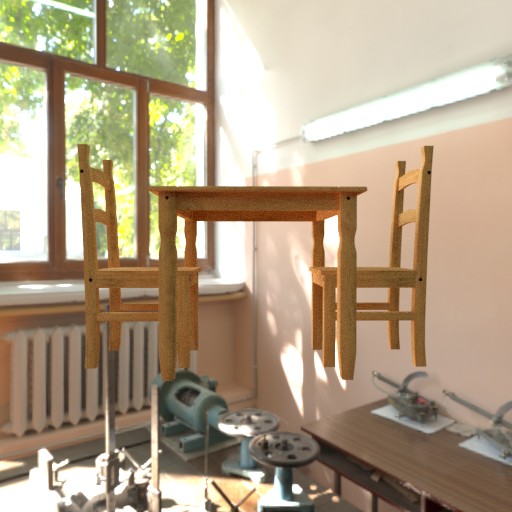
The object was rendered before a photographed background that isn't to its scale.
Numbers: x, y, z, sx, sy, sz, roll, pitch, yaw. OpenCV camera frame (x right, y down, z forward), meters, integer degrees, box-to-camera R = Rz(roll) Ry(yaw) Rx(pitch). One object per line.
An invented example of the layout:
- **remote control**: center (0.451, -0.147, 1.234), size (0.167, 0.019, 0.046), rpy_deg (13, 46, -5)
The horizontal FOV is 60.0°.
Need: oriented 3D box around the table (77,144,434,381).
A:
- **table**: center (0.000, 0.000, 2.054), size (1.501, 0.942, 0.813), rpy_deg (0, 1, -1)
